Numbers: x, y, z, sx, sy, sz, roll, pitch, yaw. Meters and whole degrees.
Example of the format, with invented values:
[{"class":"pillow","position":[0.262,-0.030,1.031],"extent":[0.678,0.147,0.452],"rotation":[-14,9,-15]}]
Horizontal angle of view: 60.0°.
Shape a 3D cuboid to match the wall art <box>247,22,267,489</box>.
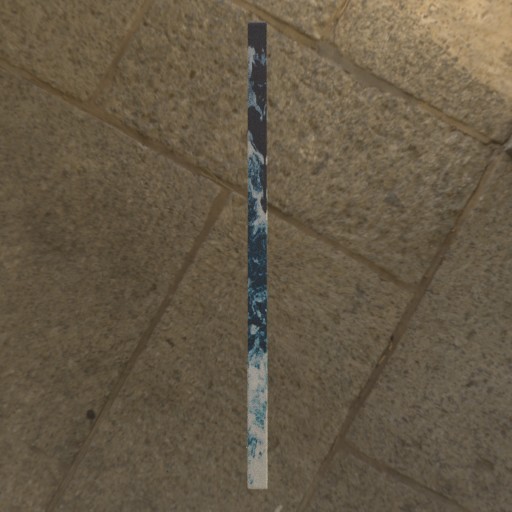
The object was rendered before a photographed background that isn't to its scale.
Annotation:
[{"class":"wall art","position":[0.000,0.000,1.169],"extent":[0.042,0.610,0.915],"rotation":[0,89,0]}]
